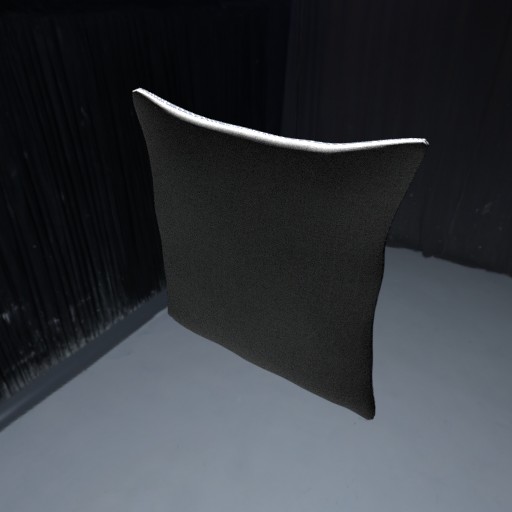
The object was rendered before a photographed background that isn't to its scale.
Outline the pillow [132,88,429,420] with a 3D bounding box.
[{"bbox_3d":[0.000,0.000,0.664,0.435,0.432,0.138,21,38,29],"label":"pillow"}]
